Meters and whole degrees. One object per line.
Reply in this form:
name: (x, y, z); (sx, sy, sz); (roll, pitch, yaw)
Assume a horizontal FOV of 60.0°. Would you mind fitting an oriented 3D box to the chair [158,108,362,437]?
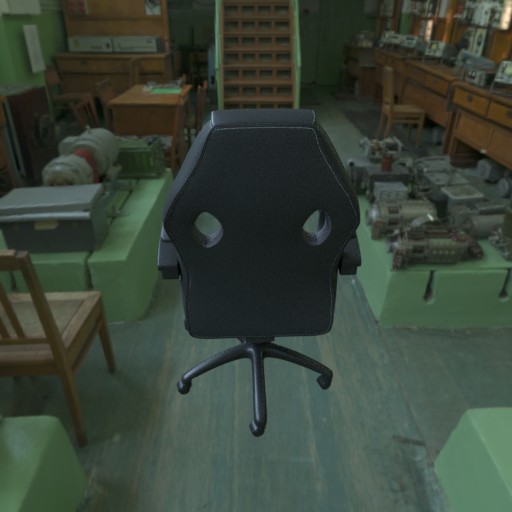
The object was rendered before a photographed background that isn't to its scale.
chair: (0.000, 0.000, 1.659); (0.673, 1.187, 0.724); (-1, 29, -2)
